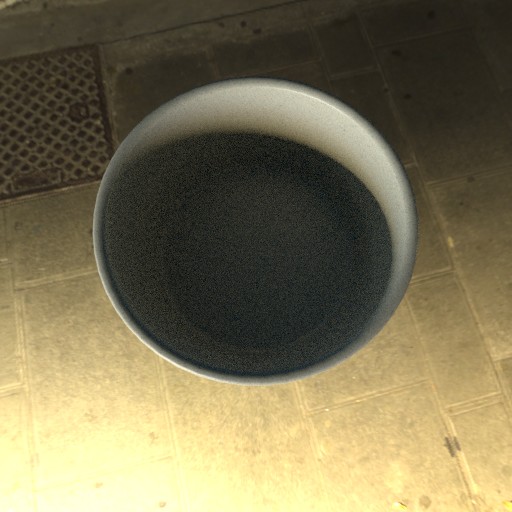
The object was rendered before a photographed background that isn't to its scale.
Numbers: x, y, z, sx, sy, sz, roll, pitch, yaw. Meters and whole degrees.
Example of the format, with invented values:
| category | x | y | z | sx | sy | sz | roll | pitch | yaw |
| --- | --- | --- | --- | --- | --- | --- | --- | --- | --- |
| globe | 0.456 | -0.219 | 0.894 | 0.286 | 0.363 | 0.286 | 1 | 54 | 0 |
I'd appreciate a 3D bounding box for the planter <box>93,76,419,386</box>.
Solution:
| category | x | y | z | sx | sy | sz | roll | pitch | yaw |
| --- | --- | --- | --- | --- | --- | --- | --- | --- | --- |
| planter | 0.000 | 0.000 | 0.575 | 0.317 | 0.303 | 0.317 | 0 | 75 | 0 |
